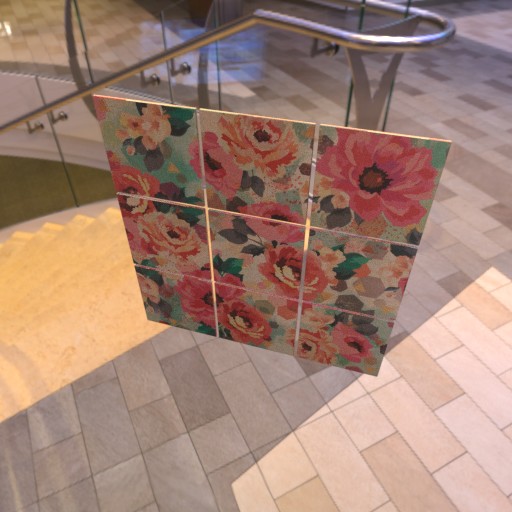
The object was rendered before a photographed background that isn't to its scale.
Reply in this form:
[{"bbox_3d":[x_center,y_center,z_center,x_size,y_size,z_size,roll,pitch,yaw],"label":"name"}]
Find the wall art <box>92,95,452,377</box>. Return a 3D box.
[{"bbox_3d":[0.000,0.000,1.854,1.216,1.220,0.013,11,43,13],"label":"wall art"}]
